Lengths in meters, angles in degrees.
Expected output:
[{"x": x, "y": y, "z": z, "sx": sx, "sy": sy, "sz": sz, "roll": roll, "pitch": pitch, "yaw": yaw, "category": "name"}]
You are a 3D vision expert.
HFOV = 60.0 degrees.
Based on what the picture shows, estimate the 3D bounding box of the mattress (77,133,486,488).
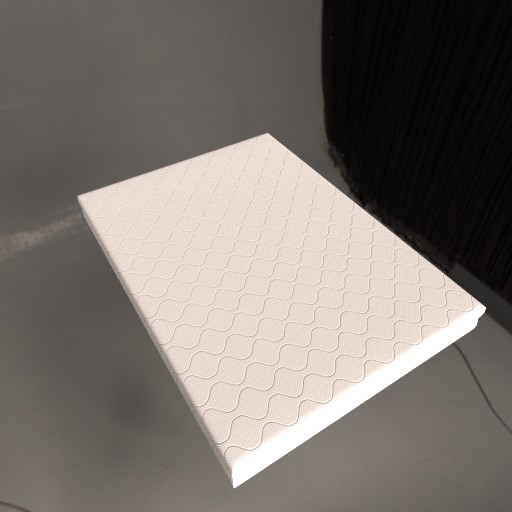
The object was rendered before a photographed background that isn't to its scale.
[{"x": 0.000, "y": 0.000, "z": 2.467, "sx": 1.400, "sy": 0.200, "sz": 1.900, "roll": -24, "pitch": 50, "yaw": -22, "category": "mattress"}]
